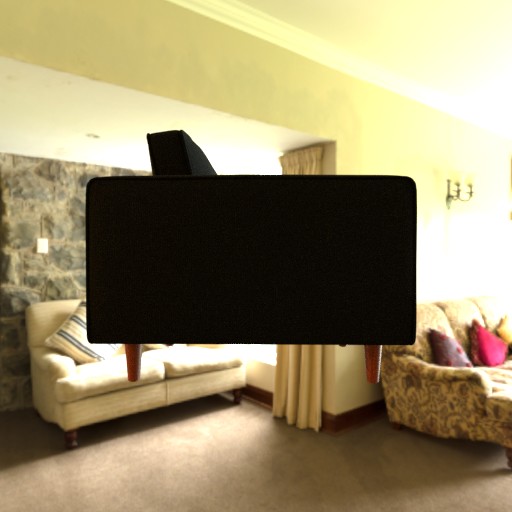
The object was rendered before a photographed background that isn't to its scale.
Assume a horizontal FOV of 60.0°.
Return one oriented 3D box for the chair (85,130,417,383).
[{"bbox_3d":[0.000,0.000,1.624,0.920,0.770,0.899,0,0,1],"label":"chair"}]
